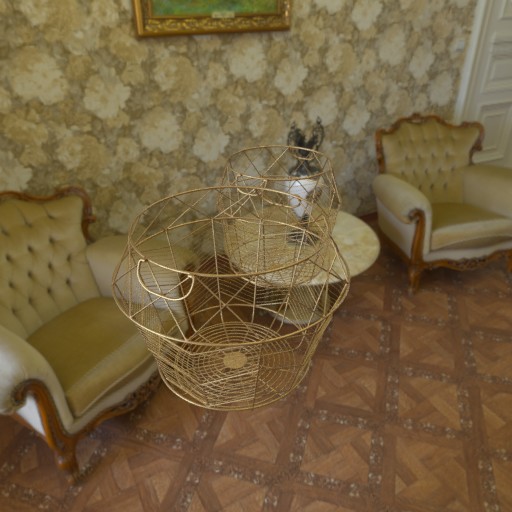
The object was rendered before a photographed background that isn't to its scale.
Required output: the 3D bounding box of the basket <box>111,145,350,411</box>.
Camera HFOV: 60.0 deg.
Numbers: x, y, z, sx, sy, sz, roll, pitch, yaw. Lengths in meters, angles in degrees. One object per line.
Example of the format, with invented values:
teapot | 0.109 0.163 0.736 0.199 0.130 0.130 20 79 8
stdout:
basket | 0.000 0.000 1.045 0.451 0.343 0.805 8 31 13
